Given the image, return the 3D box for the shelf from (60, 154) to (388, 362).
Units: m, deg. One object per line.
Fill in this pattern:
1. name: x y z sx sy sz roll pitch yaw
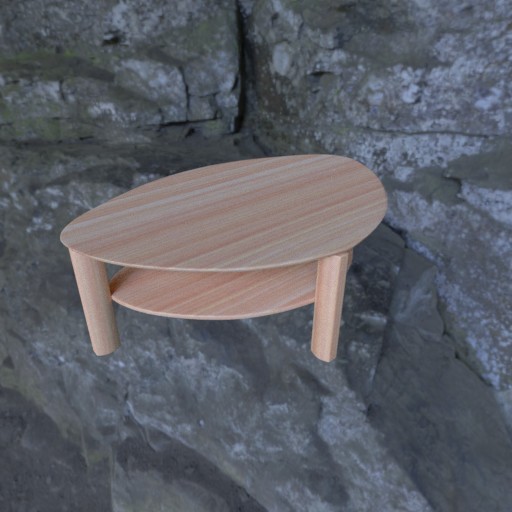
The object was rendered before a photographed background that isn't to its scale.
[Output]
1. shelf: 0.000 0.000 1.649 1.246 0.440 0.845 -22 37 -33
